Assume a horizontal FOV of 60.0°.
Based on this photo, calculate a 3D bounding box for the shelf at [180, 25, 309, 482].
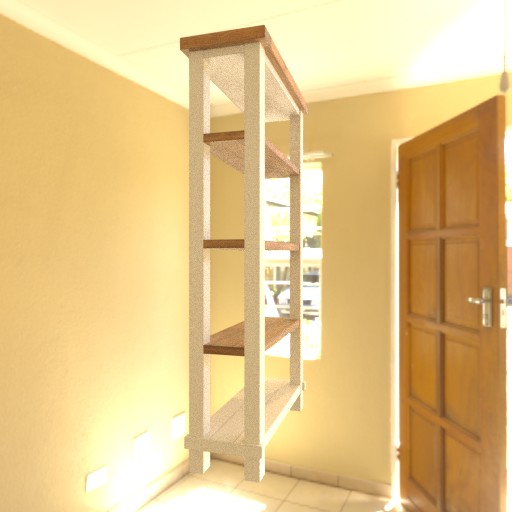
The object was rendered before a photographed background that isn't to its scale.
[{"bbox_3d":[0.000,0.000,2.341,0.381,1.878,1.022,0,0,17],"label":"shelf"}]
